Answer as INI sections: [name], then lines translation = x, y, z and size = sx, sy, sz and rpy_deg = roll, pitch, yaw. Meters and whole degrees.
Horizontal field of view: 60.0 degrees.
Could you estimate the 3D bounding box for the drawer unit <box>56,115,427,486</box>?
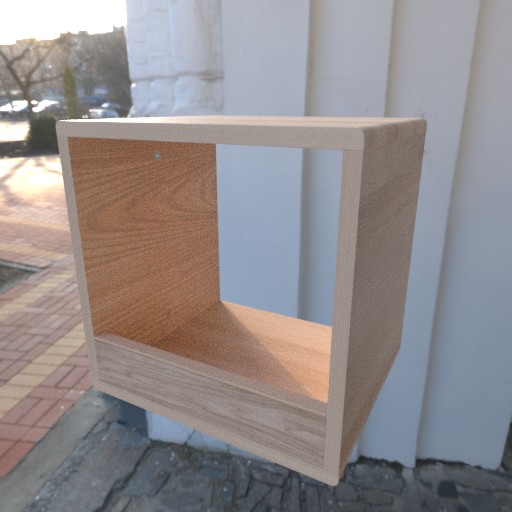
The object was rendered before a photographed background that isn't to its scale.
[drawer unit]
translation = 0.000, 0.000, 0.583
size = 0.344, 0.344, 0.290
rpy_deg = 10, 21, 27
